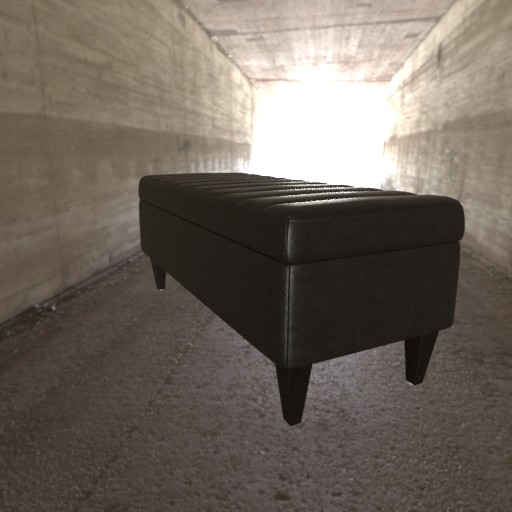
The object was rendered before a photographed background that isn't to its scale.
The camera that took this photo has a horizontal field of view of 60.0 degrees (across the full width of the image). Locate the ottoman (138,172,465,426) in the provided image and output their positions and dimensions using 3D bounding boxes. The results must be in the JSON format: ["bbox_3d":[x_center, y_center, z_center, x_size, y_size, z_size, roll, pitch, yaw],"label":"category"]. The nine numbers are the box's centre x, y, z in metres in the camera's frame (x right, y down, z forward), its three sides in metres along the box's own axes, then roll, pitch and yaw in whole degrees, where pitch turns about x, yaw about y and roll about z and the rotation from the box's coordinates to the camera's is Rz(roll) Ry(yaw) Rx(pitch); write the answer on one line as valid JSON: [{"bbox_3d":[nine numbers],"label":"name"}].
[{"bbox_3d":[0.000,0.000,1.413,0.482,0.469,1.151,-7,15,-26],"label":"ottoman"}]
